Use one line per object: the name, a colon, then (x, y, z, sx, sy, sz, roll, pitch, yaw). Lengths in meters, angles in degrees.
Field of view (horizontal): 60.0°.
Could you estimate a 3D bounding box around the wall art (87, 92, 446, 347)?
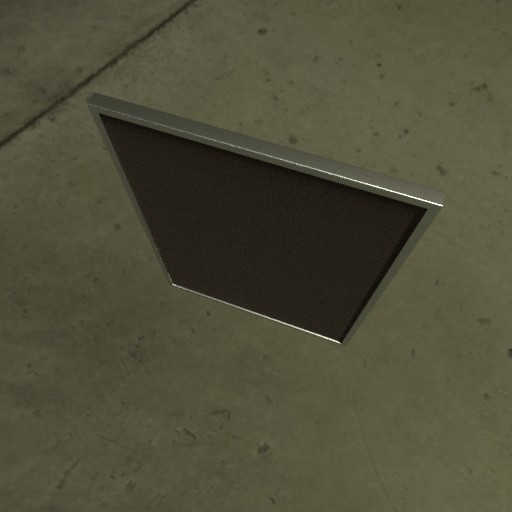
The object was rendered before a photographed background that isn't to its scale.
wall art: (0.000, 0.000, 1.419, 0.801, 1.062, 0.037, 18, 65, 9)
